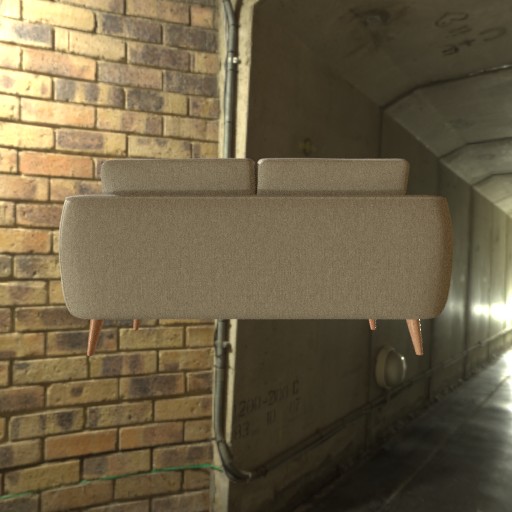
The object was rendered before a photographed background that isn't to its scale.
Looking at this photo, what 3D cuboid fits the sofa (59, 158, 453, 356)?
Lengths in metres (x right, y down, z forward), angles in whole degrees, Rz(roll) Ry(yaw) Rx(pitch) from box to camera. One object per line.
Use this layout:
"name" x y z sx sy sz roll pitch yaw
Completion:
"sofa" 0.000 0.000 2.249 1.700 0.850 0.920 0 -1 0
